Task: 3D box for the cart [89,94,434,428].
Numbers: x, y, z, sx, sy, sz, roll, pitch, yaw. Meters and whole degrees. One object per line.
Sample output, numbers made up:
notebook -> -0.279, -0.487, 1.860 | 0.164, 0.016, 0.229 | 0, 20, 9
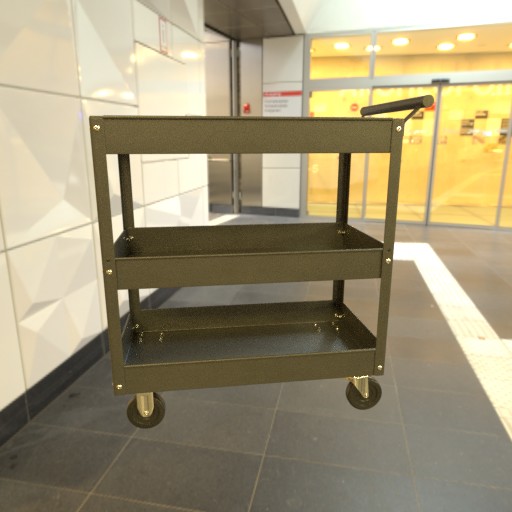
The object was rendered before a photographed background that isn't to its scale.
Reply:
cart -> 0.000, 0.000, 1.169 | 0.719, 0.780, 0.366 | -2, 15, -8
